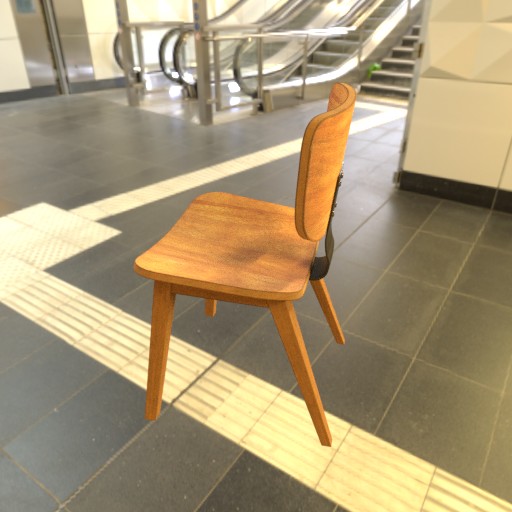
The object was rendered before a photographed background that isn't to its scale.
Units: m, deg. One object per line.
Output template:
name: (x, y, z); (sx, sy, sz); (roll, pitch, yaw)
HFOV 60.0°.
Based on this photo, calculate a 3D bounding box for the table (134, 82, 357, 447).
table: (0.000, 0.000, 1.147); (0.500, 0.805, 0.499); (7, 31, 13)
